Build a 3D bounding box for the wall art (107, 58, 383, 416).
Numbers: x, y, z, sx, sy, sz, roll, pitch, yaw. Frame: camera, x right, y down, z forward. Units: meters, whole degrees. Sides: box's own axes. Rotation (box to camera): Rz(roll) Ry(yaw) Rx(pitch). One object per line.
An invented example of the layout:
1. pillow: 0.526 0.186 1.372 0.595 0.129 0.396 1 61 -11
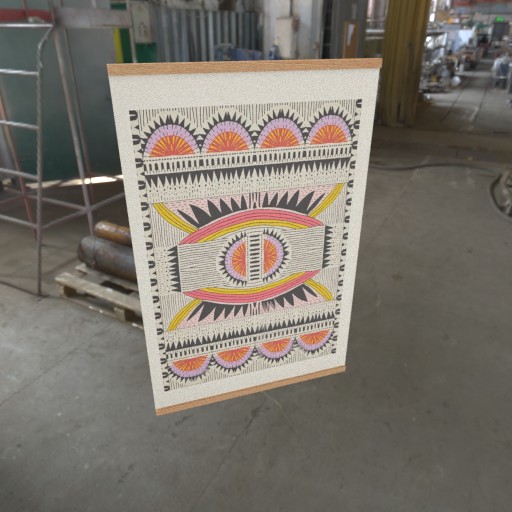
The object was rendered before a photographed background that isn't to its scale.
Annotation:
1. wall art: 0.000 0.000 1.901 0.999 1.533 0.028 -9 28 -16
